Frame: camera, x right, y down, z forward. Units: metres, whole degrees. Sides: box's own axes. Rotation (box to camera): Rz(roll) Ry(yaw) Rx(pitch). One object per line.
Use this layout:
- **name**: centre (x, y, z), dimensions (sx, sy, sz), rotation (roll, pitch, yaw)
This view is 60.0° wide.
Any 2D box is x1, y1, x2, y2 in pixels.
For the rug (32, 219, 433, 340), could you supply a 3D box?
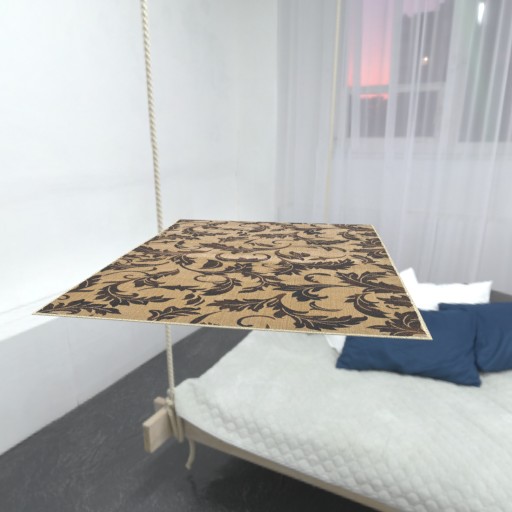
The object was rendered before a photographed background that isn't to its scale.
- **rug**: centre (0.000, 0.000, 3.966), dimensions (2.380, 0.008, 2.977), rotation (2, 16, 8)
